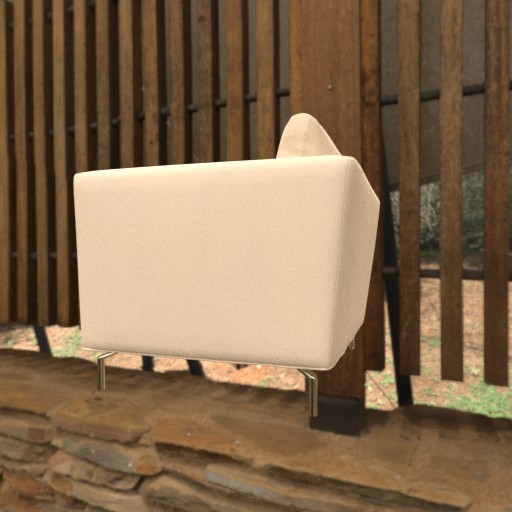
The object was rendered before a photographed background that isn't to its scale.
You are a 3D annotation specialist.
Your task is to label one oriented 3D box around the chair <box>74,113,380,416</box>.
[{"bbox_3d":[0.000,0.000,1.736,0.889,0.865,1.041,0,0,19],"label":"chair"}]
